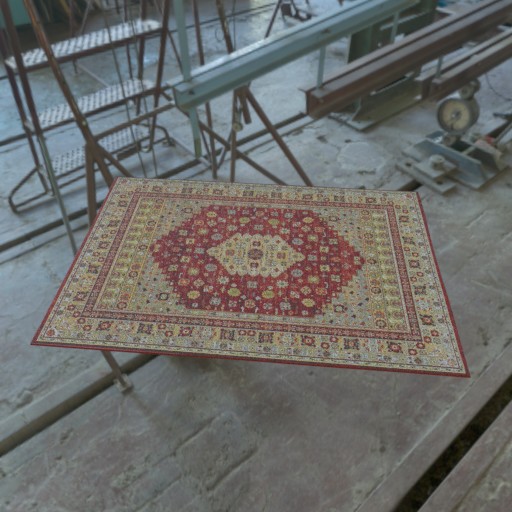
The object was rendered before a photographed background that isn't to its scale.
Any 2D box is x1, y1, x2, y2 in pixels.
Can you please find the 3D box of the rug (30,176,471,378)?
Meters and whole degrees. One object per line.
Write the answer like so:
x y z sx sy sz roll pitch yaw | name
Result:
0.000 0.000 2.218 1.802 0.013 1.194 3 46 3 | rug
